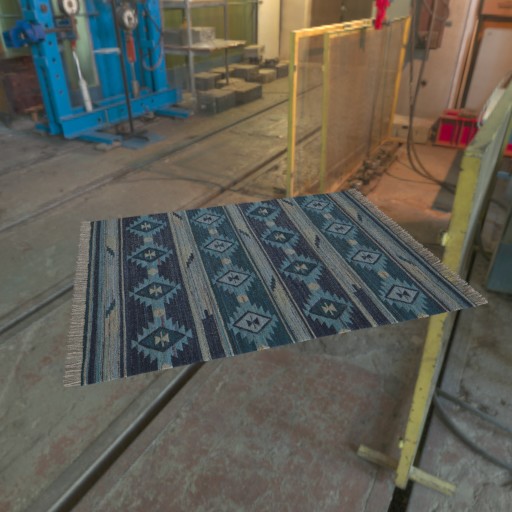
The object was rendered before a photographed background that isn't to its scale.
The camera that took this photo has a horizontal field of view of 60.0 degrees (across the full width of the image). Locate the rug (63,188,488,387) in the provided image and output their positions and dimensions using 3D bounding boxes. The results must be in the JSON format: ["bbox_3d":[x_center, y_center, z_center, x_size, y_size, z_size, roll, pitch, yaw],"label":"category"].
[{"bbox_3d":[0.000,0.000,4.227,3.307,0.047,2.418,-8,33,-13],"label":"rug"}]
